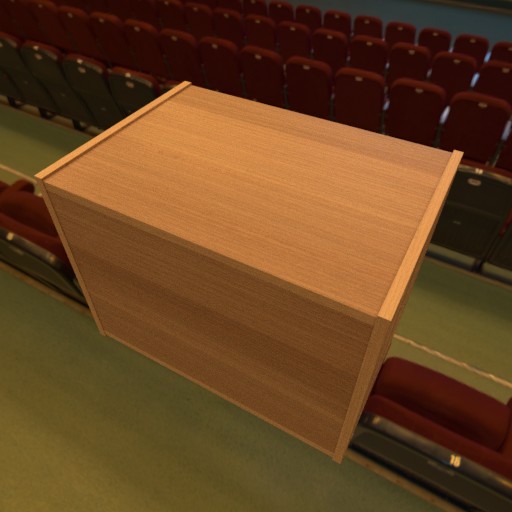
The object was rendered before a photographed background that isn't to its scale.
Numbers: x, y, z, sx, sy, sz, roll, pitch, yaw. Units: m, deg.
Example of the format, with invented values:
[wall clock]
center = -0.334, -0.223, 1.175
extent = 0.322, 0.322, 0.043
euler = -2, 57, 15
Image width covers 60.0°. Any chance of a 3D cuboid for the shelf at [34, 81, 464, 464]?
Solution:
[shelf]
center = 0.000, 0.000, 0.626
extent = 0.415, 0.305, 0.290
euler = 22, 49, 20
